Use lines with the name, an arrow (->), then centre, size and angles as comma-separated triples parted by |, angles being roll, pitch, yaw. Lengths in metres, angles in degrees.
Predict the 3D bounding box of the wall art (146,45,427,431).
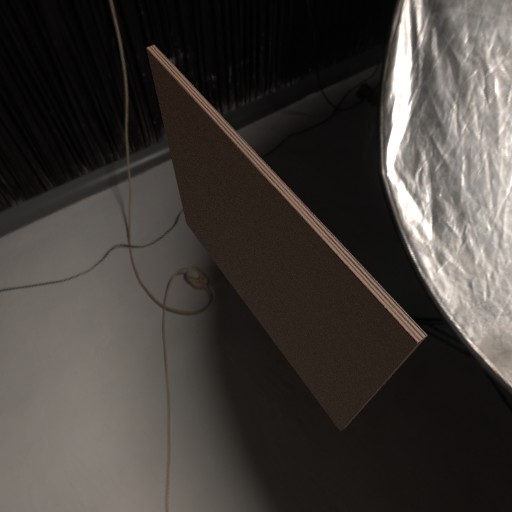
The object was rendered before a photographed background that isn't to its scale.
wall art -> 0.000, 0.000, 0.665 | 0.013, 0.406, 0.508 | -30, 63, -17
